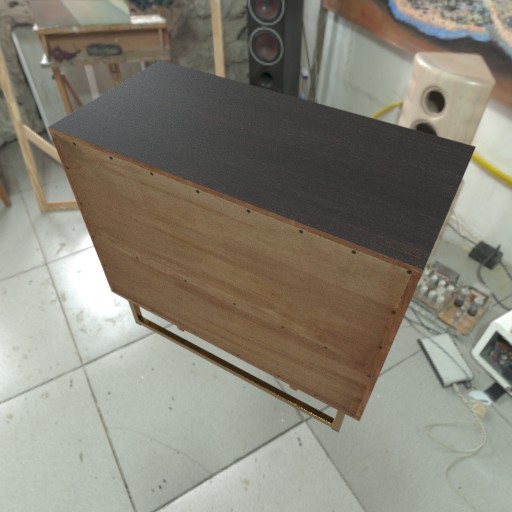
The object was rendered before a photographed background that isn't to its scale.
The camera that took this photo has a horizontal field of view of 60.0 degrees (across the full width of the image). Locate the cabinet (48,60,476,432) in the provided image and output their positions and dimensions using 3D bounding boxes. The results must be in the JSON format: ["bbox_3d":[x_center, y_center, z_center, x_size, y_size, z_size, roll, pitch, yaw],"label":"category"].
[{"bbox_3d":[0.000,0.000,1.400,0.950,0.860,0.451,23,51,20],"label":"cabinet"}]
